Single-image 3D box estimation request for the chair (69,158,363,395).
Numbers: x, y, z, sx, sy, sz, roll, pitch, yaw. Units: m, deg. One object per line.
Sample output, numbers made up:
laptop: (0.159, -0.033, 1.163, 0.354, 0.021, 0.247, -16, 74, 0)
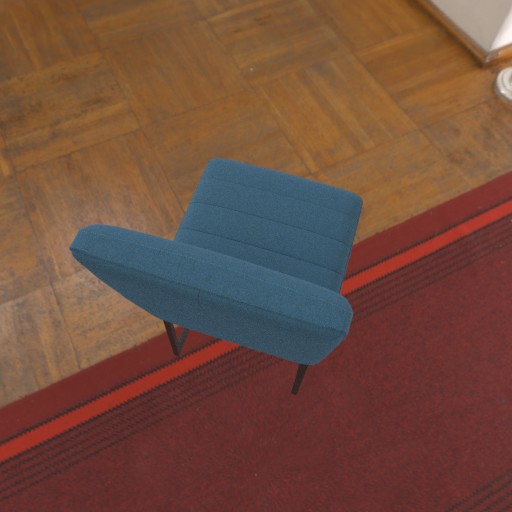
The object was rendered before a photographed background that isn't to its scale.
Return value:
chair: (0.000, 0.000, 1.275, 0.520, 0.930, 0.634, 16, 65, 8)
